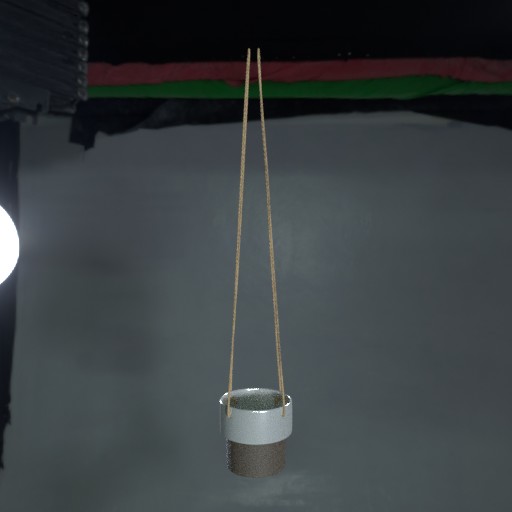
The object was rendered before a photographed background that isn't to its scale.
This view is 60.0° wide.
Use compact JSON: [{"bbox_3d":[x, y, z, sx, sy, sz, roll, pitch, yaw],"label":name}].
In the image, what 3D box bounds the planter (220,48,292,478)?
[{"bbox_3d":[0.000,0.000,1.145,0.187,1.073,0.187,0,0,-1],"label":"planter"}]
